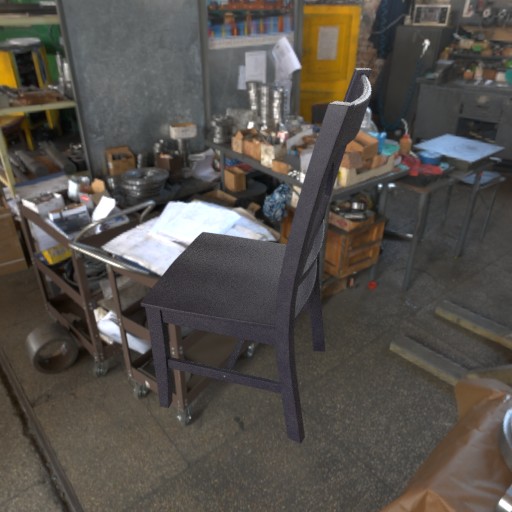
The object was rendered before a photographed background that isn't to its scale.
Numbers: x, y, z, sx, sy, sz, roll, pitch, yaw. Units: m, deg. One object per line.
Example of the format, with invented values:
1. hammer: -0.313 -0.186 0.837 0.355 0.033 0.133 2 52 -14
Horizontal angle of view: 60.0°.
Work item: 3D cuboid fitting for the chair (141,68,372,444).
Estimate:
1. chair: 0.000 0.000 1.304 0.542 0.983 0.485 9 32 14
